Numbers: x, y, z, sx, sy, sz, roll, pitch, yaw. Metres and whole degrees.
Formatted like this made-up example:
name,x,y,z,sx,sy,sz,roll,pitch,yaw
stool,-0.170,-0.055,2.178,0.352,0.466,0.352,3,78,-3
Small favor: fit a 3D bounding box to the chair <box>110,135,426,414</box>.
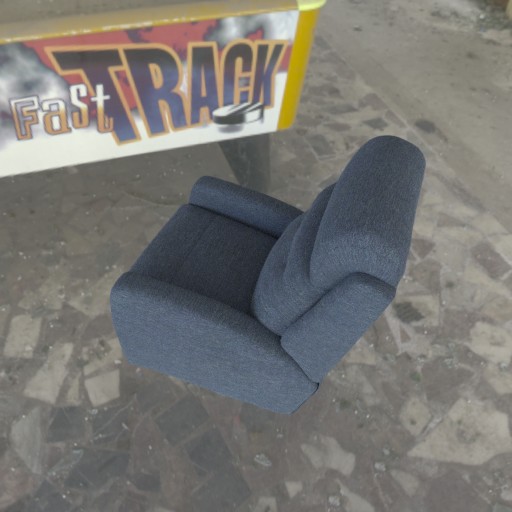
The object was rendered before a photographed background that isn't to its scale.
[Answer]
name,x,y,z,sx,sy,sz,roll,pitch,yaw
chair,0.000,0.000,1.748,1.043,1.013,0.798,15,47,15
